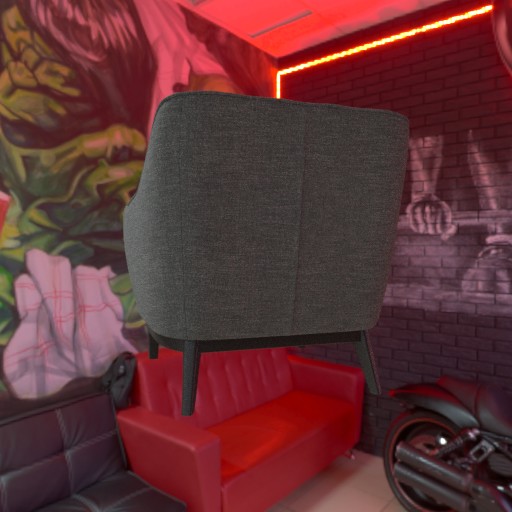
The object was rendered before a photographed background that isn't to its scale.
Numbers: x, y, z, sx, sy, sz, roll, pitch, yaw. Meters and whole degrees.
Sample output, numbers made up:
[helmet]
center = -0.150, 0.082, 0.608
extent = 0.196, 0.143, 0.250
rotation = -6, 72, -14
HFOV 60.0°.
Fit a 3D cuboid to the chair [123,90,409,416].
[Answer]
[chair]
center = 0.000, 0.000, 1.545
extent = 0.870, 0.829, 0.851
rotation = 0, 1, -18
